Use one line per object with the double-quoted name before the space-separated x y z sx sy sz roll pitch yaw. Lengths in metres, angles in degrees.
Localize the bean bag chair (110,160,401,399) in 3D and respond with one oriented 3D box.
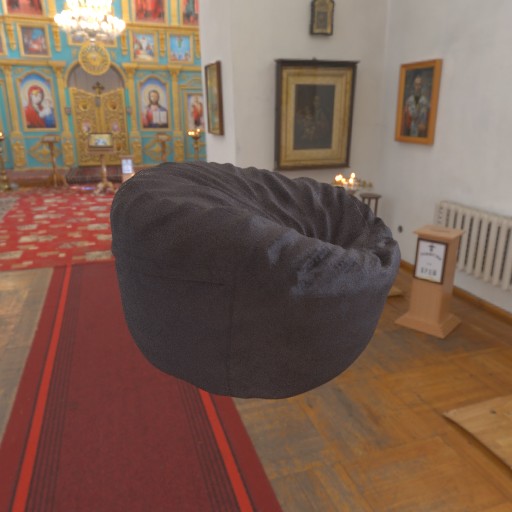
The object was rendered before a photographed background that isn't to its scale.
"bean bag chair" 0.000 0.000 2.037 1.245 0.821 1.245 0 16 0
